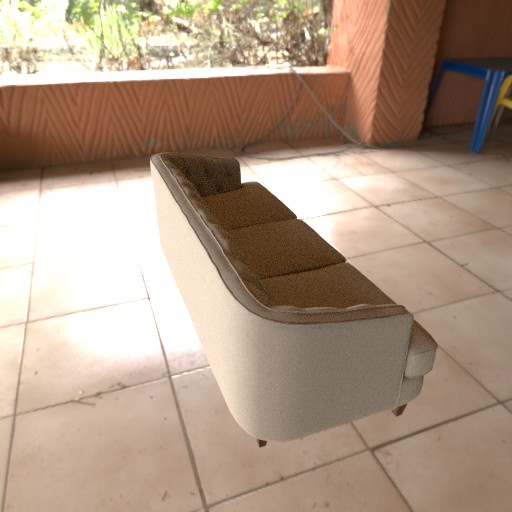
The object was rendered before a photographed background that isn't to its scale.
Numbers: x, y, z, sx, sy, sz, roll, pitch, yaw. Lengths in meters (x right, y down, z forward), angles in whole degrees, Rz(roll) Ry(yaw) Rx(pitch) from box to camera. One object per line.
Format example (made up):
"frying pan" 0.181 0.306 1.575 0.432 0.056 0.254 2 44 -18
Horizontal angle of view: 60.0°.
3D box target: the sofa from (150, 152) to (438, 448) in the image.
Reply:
"sofa" 0.000 0.000 2.767 0.941 0.855 2.278 -11 32 -18
